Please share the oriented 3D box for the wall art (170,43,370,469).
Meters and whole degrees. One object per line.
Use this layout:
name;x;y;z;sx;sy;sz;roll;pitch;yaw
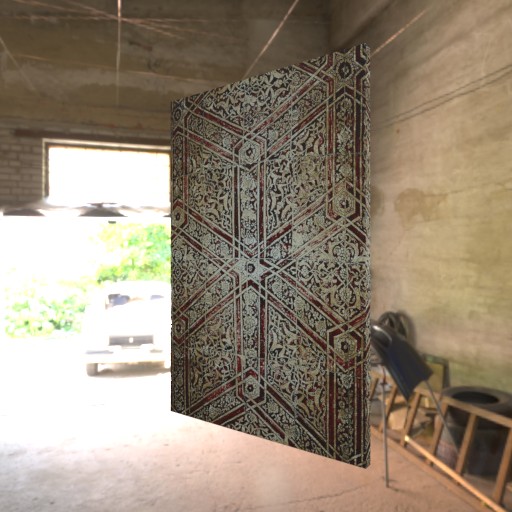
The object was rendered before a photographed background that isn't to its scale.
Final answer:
wall art;0.000;0.000;1.130;0.599;0.904;0.030;0;0;36
